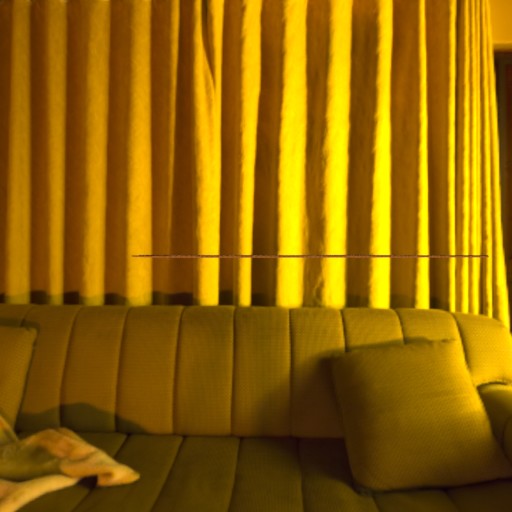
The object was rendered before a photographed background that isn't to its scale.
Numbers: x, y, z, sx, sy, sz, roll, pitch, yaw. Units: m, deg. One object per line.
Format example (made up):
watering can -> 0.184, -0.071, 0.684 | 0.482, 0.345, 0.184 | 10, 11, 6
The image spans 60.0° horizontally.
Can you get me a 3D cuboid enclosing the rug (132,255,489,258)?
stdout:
rug -> 0.000, 0.000, 3.010 | 1.521, 0.015, 2.436 | 0, 0, -18
